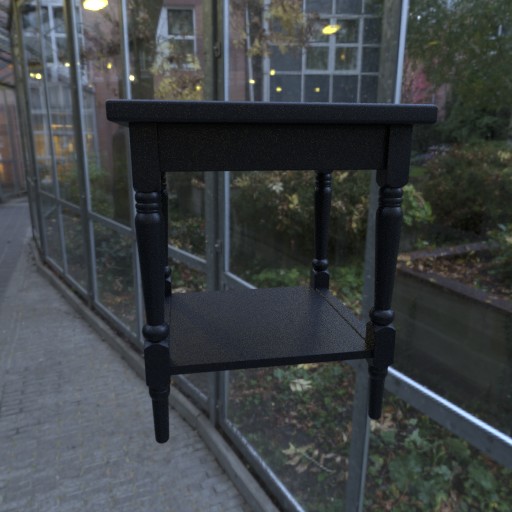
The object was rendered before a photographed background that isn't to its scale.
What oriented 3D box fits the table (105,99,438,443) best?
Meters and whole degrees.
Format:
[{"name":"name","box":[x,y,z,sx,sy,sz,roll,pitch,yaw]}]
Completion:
[{"name":"table","box":[0.000,0.000,0.913,0.488,0.565,0.442,-2,14,-10]}]
